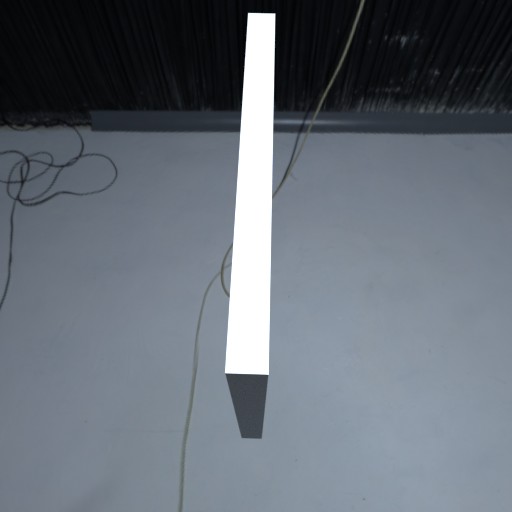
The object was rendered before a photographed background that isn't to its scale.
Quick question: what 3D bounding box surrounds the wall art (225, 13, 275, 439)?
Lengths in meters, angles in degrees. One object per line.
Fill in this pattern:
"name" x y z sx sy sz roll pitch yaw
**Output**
"wall art" 0.000 0.000 0.729 0.038 0.506 0.506 2 62 1
